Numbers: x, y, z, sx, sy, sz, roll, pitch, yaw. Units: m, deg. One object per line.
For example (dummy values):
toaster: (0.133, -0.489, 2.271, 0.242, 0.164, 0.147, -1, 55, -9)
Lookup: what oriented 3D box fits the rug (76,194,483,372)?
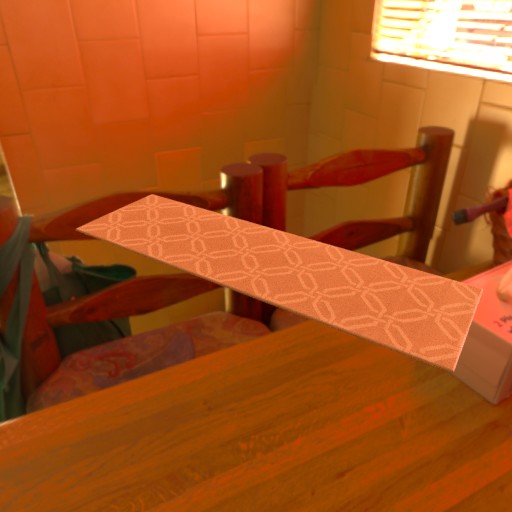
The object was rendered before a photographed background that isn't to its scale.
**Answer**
rug: (0.000, 0.000, 2.511, 2.276, 0.014, 0.678, 18, 35, 28)
